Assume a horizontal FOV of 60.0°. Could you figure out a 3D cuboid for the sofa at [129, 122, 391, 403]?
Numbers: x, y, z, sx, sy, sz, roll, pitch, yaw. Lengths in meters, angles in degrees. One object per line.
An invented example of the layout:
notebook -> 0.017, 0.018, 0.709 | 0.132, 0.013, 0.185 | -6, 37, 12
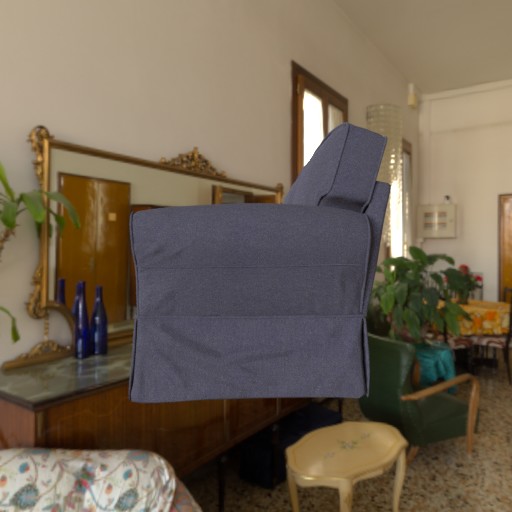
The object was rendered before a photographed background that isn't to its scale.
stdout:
sofa -> 0.000, 0.000, 2.437 | 0.997, 1.059, 1.801 | 0, 1, -1
